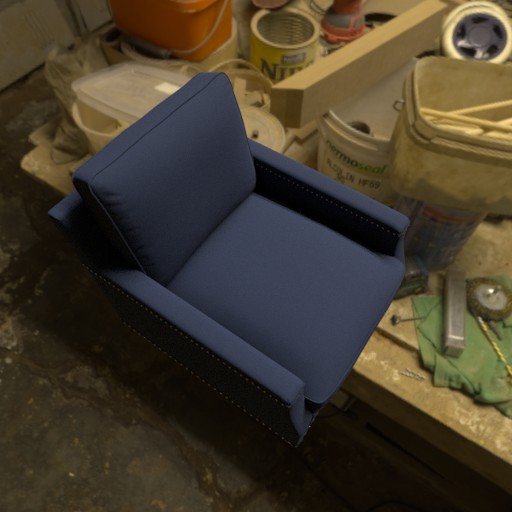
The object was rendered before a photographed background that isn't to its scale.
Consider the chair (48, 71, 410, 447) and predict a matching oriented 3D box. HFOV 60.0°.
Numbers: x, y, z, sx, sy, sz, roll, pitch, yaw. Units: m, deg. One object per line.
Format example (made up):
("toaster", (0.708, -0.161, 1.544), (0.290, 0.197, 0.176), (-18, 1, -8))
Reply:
("chair", (0.000, 0.000, 1.681), (1.014, 0.943, 0.853), (30, 62, 18))
